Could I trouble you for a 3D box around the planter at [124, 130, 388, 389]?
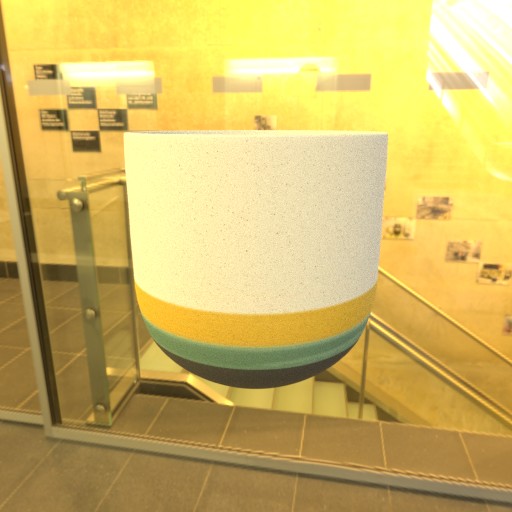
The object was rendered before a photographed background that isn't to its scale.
[{"bbox_3d":[0.000,0.000,0.500,0.268,0.270,0.268,0,17,0],"label":"planter"}]
